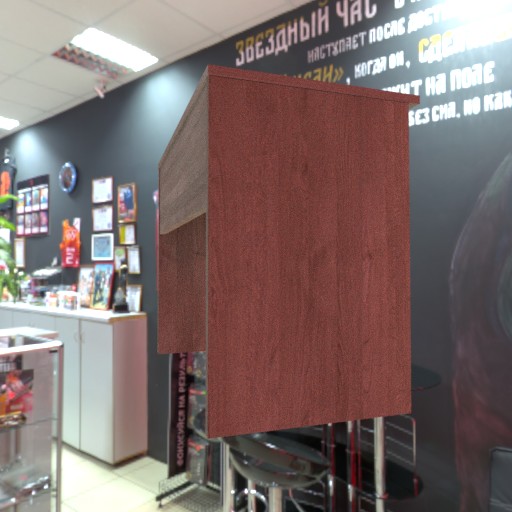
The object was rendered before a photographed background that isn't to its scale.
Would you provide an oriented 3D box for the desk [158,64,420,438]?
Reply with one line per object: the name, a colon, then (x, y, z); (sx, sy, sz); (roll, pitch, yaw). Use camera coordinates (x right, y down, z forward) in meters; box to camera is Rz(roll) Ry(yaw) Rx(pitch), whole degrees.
desk: (0.000, 0.000, 1.357); (0.498, 0.724, 0.893); (0, -1, -19)
